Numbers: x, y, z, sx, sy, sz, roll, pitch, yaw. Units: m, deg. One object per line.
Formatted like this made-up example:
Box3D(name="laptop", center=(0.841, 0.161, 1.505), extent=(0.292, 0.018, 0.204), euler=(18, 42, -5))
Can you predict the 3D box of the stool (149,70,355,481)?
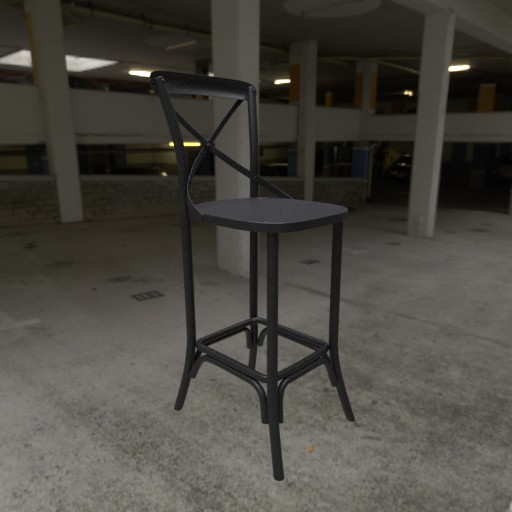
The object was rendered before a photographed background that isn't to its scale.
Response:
Box3D(name="stool", center=(0.000, 0.000, 1.465), extent=(0.584, 1.168, 0.457), euler=(14, 21, 42))
